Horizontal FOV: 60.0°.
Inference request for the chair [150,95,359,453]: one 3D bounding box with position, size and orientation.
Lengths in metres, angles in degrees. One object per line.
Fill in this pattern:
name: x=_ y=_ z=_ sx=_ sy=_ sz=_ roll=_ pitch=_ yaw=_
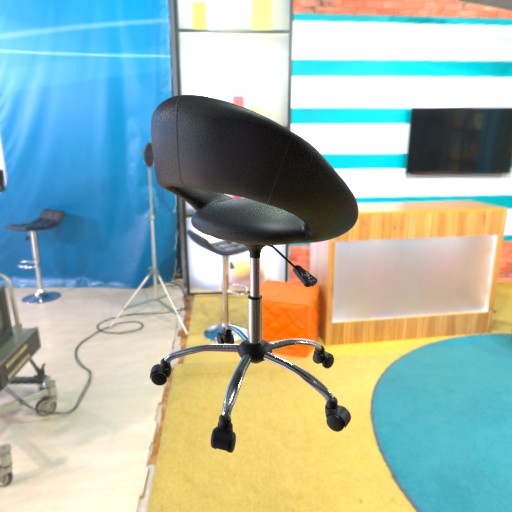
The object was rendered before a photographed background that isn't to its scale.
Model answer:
chair: x=0.000 y=0.000 z=1.194 sx=0.538 sy=0.791 sz=0.612 roll=-14 pitch=20 yaw=-42
